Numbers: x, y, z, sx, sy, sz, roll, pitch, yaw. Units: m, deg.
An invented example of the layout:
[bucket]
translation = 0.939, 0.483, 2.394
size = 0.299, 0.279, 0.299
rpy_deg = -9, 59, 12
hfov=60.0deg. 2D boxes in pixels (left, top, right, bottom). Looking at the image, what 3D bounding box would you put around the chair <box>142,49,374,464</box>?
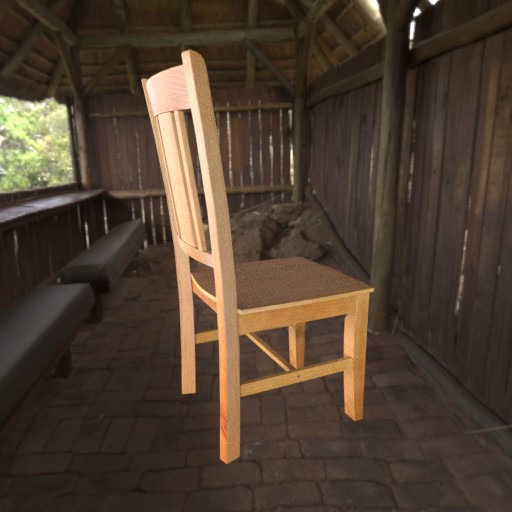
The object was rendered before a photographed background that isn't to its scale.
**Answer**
[chair]
translation = 0.000, 0.000, 1.301
size = 0.556, 0.998, 0.450
rpy_deg = -6, 15, -25
